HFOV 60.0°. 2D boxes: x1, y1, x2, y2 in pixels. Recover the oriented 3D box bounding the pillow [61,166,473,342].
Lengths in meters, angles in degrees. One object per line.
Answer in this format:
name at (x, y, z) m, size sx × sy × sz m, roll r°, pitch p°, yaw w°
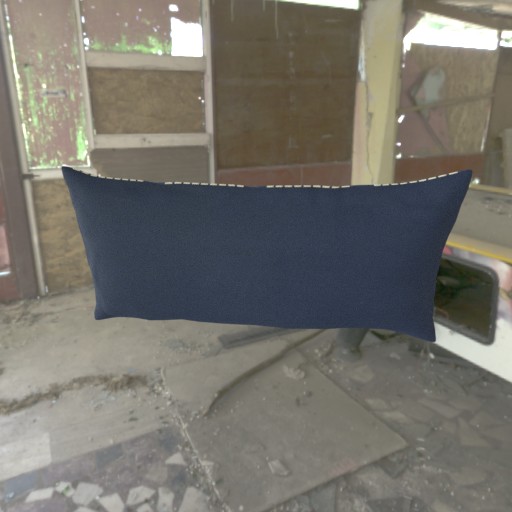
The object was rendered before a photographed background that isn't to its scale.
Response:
pillow at (0.000, 0.000, 0.719) m, size 0.608 × 0.292 × 0.156 m, roll 2°, pitch 18°, yaw 7°
